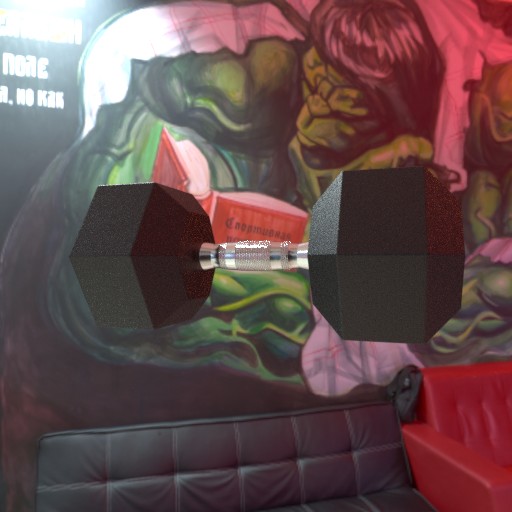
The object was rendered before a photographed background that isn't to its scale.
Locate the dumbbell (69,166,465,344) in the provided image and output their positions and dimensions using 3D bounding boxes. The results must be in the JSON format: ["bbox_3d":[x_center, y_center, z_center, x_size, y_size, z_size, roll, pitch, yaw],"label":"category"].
[{"bbox_3d":[0.000,0.000,0.326,0.271,0.106,0.122,0,-1,18],"label":"dumbbell"}]
